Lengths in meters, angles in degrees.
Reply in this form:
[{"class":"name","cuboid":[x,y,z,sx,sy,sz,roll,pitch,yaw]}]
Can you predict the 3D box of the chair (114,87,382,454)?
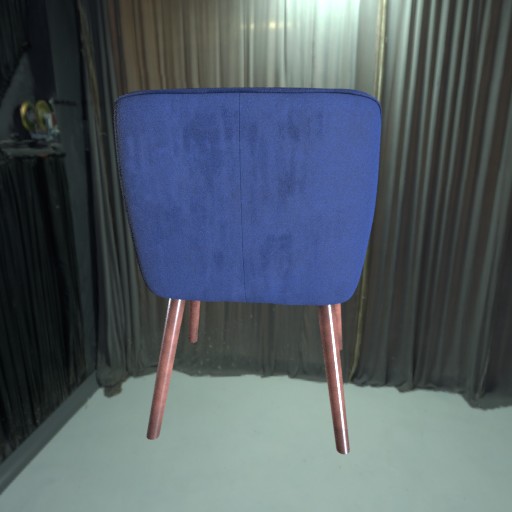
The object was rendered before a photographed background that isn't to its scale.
[{"class":"chair","cuboid":[0.000,0.000,1.201,0.600,0.820,0.600,2,17,6]}]
